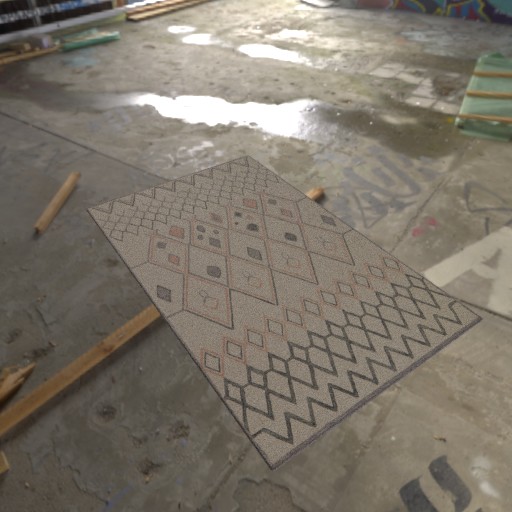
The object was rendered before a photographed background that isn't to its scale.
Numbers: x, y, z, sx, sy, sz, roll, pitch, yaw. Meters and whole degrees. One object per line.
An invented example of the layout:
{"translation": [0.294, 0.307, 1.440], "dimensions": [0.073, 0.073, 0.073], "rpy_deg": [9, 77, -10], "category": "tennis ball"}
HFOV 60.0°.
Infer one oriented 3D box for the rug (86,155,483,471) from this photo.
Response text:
{"translation": [0.000, 0.000, 3.003], "dimensions": [1.524, 0.015, 2.438], "rpy_deg": [-24, 46, -26], "category": "rug"}
